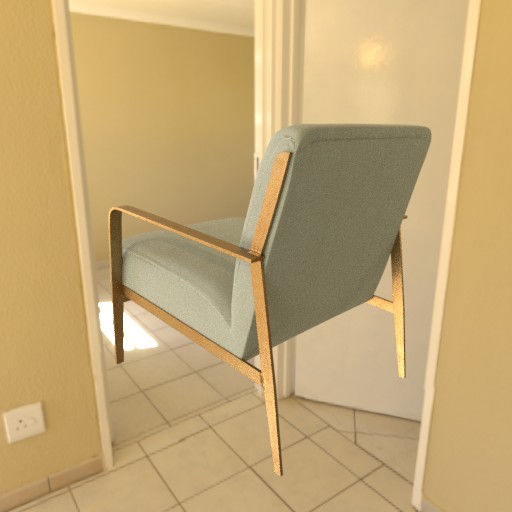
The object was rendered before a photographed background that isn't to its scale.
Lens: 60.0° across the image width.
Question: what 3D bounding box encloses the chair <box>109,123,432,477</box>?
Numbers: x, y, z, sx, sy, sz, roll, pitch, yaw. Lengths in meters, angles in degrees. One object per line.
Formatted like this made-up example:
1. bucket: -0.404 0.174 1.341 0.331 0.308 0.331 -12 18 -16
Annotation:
1. chair: 0.000 0.000 1.449 0.701 0.824 0.842 -15 22 -43
